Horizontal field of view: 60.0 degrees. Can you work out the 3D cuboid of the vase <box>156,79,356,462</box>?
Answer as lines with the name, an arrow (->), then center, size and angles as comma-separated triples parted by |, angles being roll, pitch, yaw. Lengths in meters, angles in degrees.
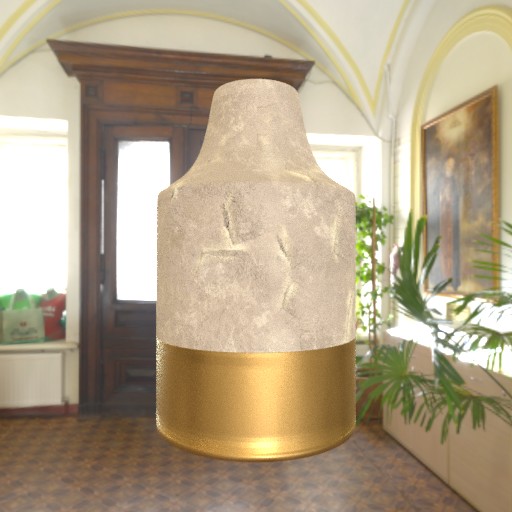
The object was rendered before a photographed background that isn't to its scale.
vase -> 0.000, 0.000, 0.419 | 0.184, 0.305, 0.184 | 0, 0, 0
